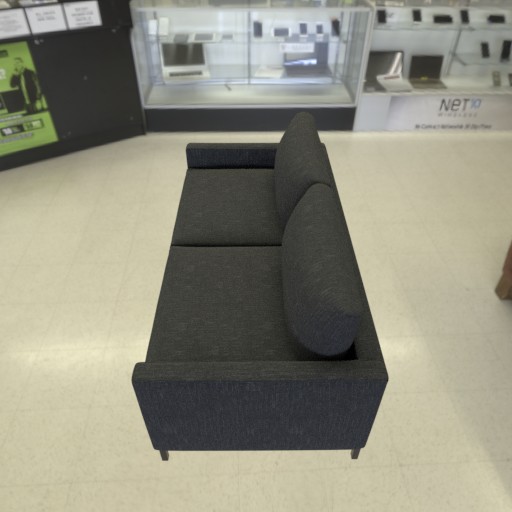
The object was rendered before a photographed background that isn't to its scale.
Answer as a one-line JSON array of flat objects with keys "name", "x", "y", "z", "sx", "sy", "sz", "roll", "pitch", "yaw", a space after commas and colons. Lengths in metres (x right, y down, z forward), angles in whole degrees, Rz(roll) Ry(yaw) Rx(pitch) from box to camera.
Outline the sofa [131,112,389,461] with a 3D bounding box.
[{"name": "sofa", "x": 0.000, "y": 0.000, "z": 2.199, "sx": 0.866, "sy": 0.862, "sz": 1.716, "roll": 0, "pitch": 41, "yaw": 0}]
